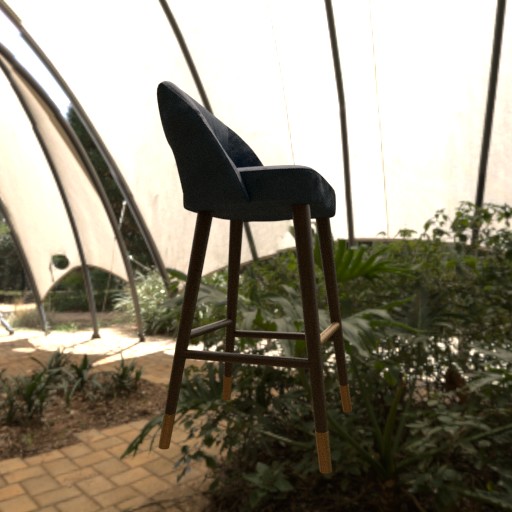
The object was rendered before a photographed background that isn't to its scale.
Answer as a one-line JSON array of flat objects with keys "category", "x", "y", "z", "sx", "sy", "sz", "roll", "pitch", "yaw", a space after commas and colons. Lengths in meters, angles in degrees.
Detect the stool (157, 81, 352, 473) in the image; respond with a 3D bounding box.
[{"category": "stool", "x": 0.000, "y": 0.000, "z": 1.326, "sx": 0.515, "sy": 1.016, "sz": 0.514, "roll": 0, "pitch": -1, "yaw": 18}]
